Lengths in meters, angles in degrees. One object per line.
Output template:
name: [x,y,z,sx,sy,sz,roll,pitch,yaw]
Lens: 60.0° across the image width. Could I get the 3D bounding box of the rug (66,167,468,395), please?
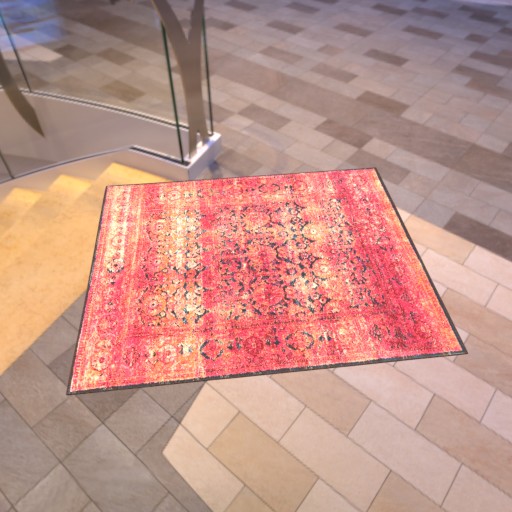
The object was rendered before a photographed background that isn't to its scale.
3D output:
rug: [0.000,0.000,4.119,3.032,0.020,2.411,-5,48,-4]
